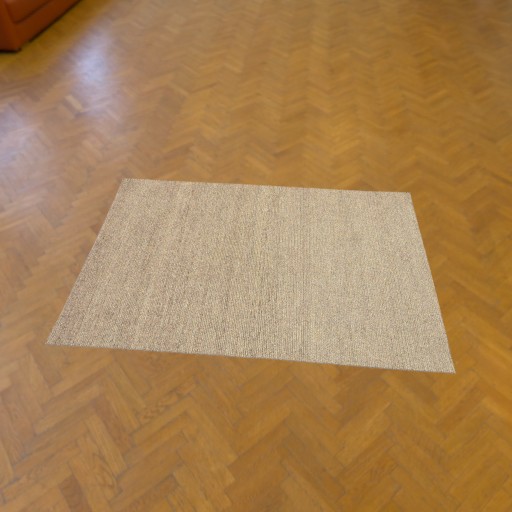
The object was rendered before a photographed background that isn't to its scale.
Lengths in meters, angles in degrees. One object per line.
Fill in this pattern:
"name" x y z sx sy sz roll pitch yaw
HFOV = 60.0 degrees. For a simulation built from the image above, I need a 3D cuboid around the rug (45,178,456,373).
"rug" 0.000 0.000 3.046 2.342 0.030 1.609 3 46 3
